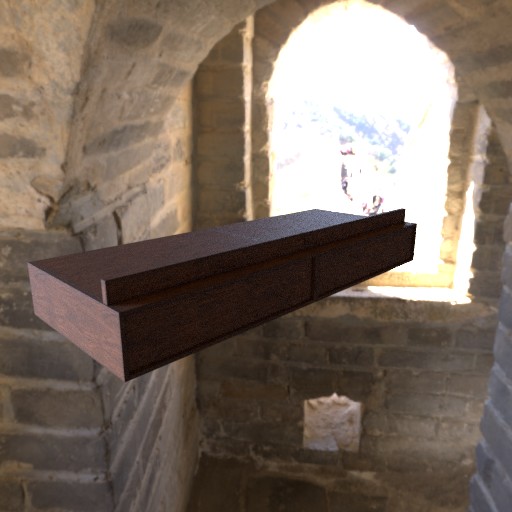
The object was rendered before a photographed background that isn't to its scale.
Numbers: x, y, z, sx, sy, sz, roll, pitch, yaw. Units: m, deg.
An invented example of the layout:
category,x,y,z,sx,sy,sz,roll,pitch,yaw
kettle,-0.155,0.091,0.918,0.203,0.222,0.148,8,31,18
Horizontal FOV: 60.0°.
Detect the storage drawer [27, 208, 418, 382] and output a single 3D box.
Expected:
category,x,y,z,sx,sy,sz,roll,pitch,yaw
storage drawer,0.000,0.000,2.239,0.774,0.339,1.914,15,21,43
